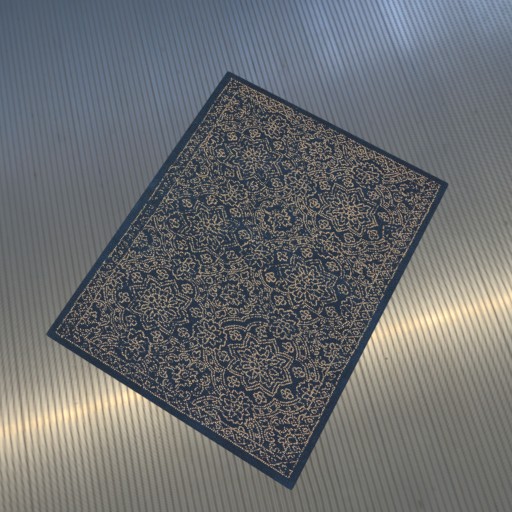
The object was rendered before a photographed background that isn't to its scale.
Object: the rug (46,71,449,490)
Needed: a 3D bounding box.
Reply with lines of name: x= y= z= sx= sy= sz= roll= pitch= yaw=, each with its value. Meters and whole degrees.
rug: x=0.000 y=0.000 z=4.003 sx=2.438 sy=0.010 sz=3.048 roll=29 pitch=78 yaw=7
